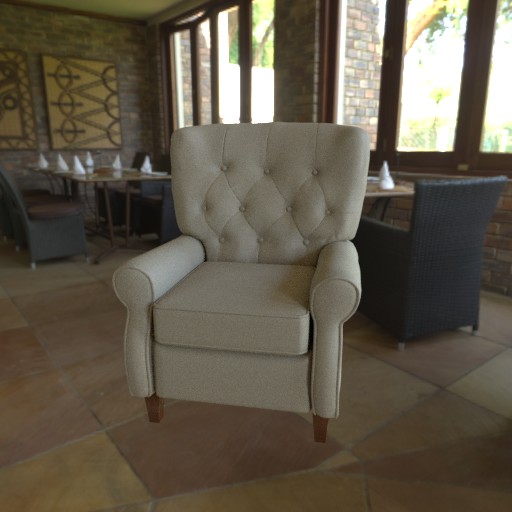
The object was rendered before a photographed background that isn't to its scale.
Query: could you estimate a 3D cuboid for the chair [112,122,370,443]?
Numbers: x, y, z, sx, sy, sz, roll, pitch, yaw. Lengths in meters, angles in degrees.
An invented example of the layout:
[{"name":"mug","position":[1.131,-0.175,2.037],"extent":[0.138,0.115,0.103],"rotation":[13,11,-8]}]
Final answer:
[{"name":"chair","position":[0.000,0.000,1.940],"extent":[0.943,1.158,1.059],"rotation":[3,15,11]}]
